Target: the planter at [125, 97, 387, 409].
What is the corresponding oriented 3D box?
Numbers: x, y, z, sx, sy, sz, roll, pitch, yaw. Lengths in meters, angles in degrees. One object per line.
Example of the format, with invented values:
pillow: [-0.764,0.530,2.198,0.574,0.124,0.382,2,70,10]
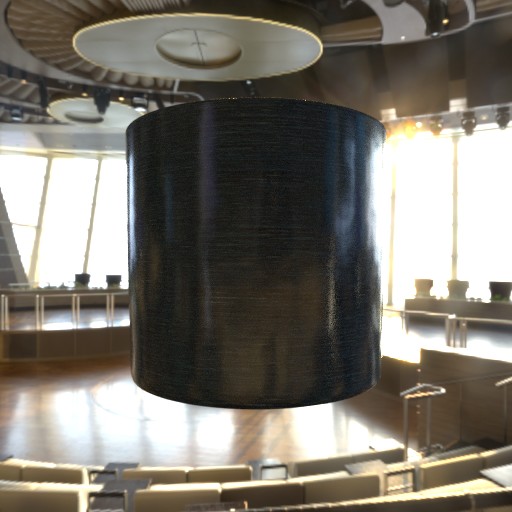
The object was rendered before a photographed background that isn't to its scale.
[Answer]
planter: [0.000,0.000,0.391,0.221,0.201,0.221,0,0,0]
